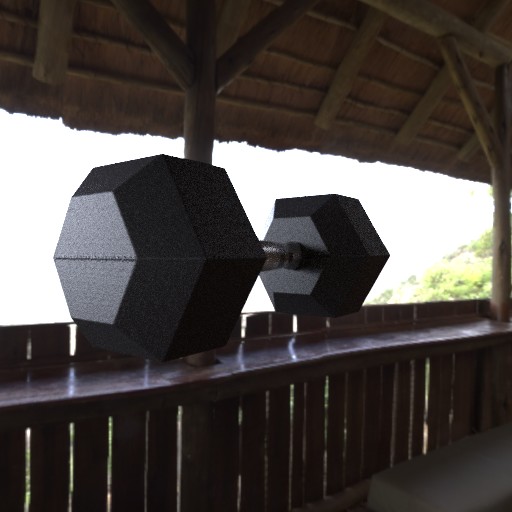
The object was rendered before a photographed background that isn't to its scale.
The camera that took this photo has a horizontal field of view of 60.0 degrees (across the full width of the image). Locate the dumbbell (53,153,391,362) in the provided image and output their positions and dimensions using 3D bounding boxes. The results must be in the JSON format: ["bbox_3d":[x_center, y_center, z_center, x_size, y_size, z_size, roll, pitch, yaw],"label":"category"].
[{"bbox_3d":[0.000,0.000,0.435,0.157,0.137,0.361,0,1,37],"label":"dumbbell"}]
